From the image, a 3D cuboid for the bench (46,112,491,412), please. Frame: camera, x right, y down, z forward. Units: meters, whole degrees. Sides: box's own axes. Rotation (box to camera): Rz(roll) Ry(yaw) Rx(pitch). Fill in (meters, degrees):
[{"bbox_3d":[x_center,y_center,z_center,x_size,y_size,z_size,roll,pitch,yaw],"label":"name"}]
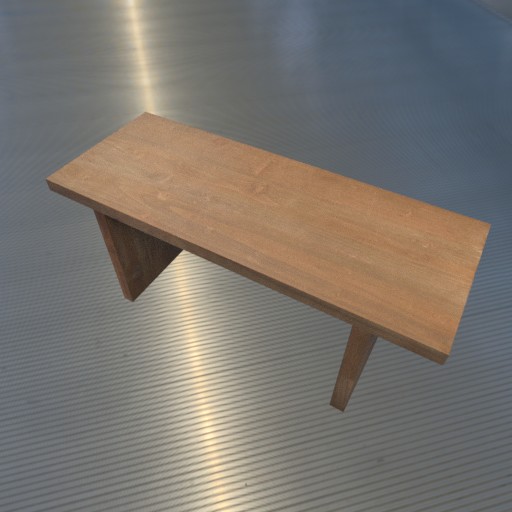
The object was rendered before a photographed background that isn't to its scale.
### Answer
[{"bbox_3d":[0.000,0.000,1.416,1.183,0.458,0.458,23,51,20],"label":"bench"}]
